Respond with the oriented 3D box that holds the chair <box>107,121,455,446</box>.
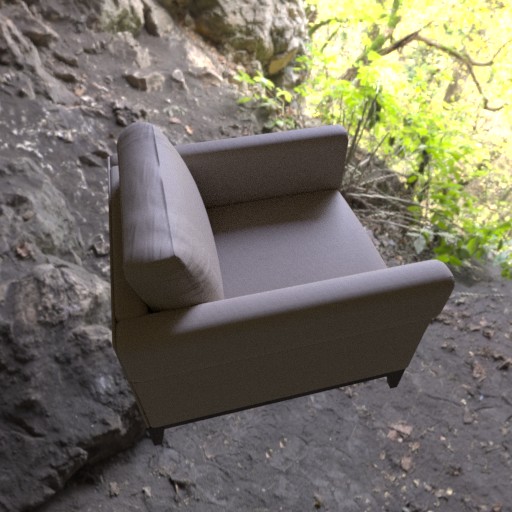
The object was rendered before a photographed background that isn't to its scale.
[{"bbox_3d":[0.000,0.000,1.644,0.959,0.838,0.914,-10,47,-10],"label":"chair"}]
